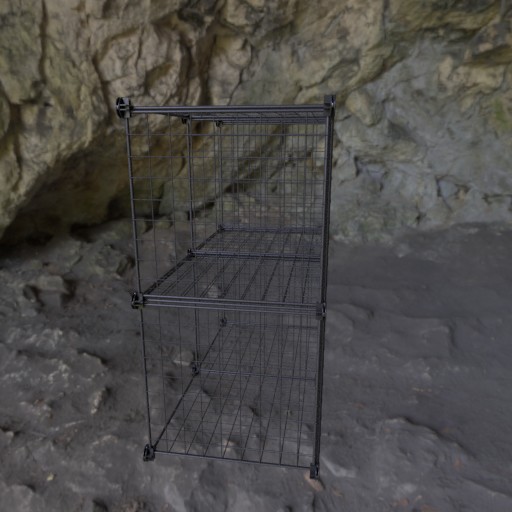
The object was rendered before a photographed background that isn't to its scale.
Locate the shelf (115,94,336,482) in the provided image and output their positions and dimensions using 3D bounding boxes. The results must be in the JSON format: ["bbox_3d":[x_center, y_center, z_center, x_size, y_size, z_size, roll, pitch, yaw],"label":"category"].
[{"bbox_3d":[0.000,0.000,1.126,0.356,0.711,0.711,2,15,9],"label":"shelf"}]
